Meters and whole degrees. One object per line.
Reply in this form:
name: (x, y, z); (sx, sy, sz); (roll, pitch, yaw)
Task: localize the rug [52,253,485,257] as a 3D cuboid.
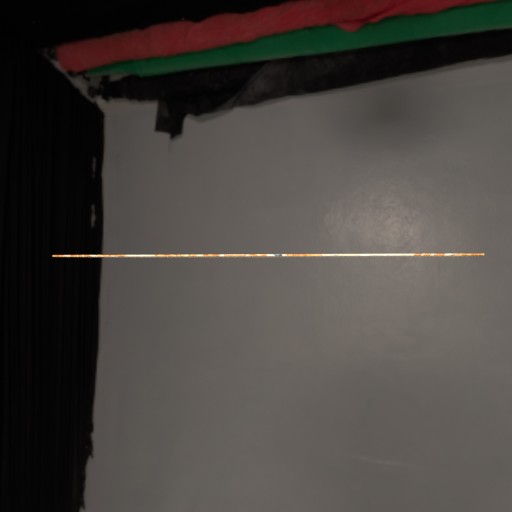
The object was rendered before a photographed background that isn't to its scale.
rug: (0.000, 0.000, 2.758); (2.437, 0.010, 0.783); (0, -1, 17)
